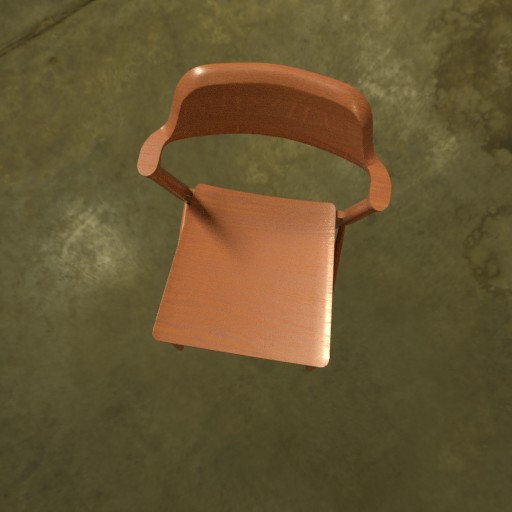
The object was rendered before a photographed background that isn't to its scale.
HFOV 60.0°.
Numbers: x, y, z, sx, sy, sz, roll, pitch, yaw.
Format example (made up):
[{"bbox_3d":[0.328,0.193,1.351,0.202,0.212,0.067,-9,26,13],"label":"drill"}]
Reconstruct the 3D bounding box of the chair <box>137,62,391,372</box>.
[{"bbox_3d":[0.000,0.000,1.108,0.496,0.801,0.499,9,75,2],"label":"chair"}]
